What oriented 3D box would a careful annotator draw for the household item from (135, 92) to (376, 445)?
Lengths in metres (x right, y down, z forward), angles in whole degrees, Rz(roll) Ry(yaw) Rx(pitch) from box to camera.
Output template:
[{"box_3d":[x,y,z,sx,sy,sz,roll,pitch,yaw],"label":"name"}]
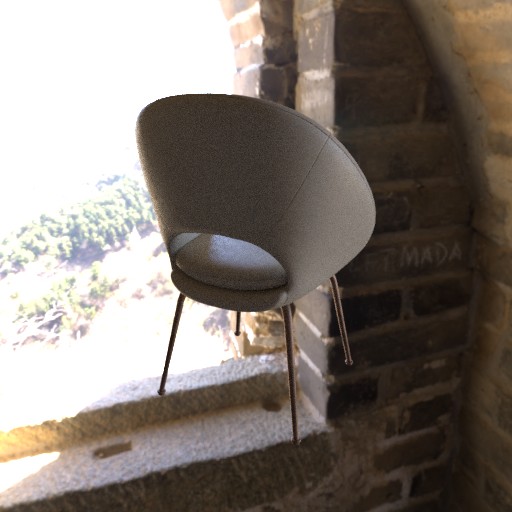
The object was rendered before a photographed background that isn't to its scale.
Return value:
[{"box_3d":[0.000,0.000,1.272,0.623,0.852,0.573,9,19,28],"label":"household item"}]
